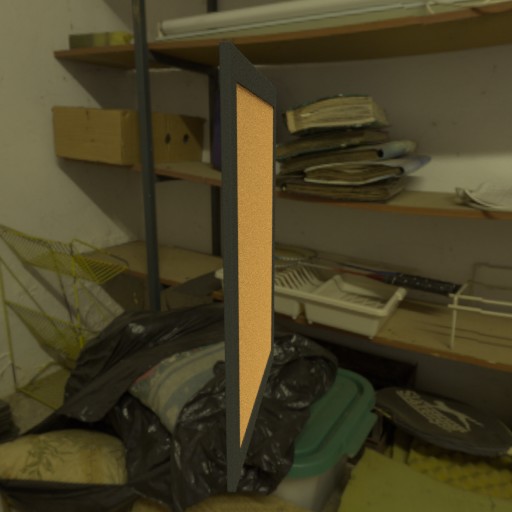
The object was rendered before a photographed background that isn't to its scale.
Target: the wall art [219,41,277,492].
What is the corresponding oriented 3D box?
[{"bbox_3d":[0.000,0.000,0.681,0.012,0.529,0.374,2,14,9],"label":"wall art"}]
